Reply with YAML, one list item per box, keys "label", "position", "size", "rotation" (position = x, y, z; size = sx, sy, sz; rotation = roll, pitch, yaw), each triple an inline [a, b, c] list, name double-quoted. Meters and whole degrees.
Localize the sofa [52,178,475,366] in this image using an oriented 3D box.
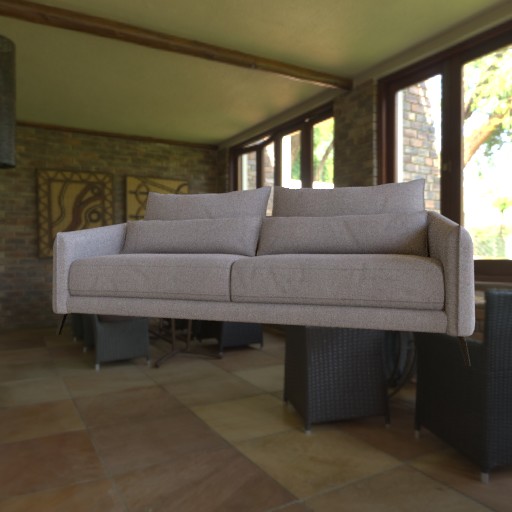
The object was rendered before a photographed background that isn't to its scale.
- label: "sofa"
  position: [0.000, 0.000, 2.360]
  size: [2.022, 0.833, 0.809]
  rotation: [0, 1, 19]
